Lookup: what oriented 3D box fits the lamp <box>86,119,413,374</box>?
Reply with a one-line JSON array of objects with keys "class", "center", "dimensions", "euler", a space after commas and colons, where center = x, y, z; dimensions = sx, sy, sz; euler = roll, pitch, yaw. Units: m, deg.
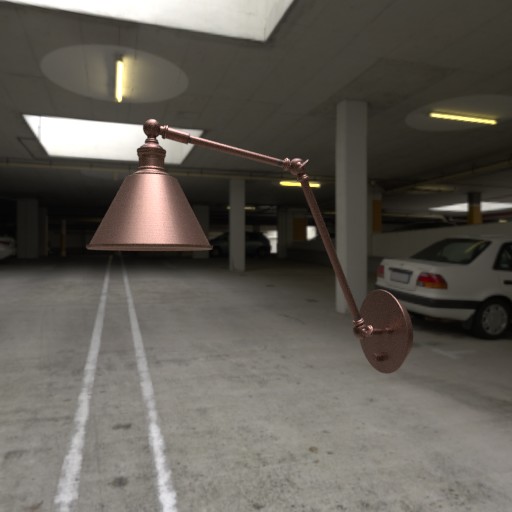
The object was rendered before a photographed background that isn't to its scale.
[{"class": "lamp", "center": [0.000, 0.000, 0.872], "dimensions": [0.624, 0.502, 0.223], "euler": [0, 0, -18]}]
